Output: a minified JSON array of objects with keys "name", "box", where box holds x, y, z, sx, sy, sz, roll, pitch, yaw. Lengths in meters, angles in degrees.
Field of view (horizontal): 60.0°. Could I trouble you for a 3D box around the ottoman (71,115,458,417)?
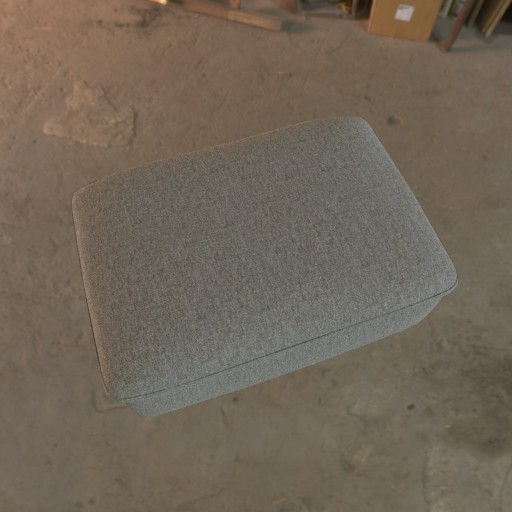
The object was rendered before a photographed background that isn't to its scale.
[{"name":"ottoman","box":[0.000,0.000,1.379,0.977,0.451,0.694,-17,64,-8]}]
